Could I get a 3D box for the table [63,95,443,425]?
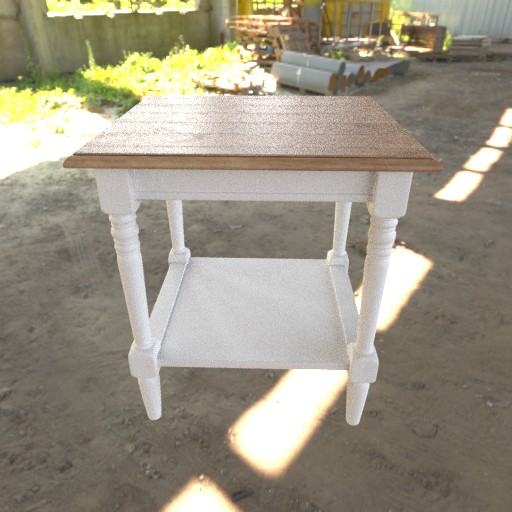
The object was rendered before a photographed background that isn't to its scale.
[{"bbox_3d":[0.000,0.000,0.922,0.508,0.561,0.457,1,30,2],"label":"table"}]
